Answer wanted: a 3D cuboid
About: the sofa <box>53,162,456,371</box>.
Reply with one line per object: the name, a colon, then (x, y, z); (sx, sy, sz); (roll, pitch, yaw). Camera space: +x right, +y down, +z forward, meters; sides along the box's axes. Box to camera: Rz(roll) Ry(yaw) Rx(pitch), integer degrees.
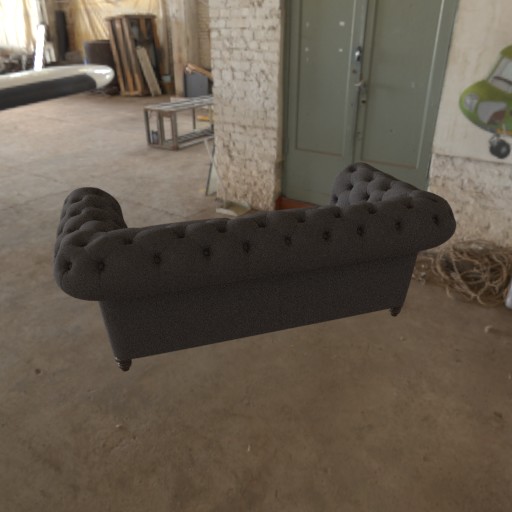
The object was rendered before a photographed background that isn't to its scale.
sofa: (0.000, 0.000, 2.489); (1.998, 0.764, 0.986); (-8, 28, -16)
